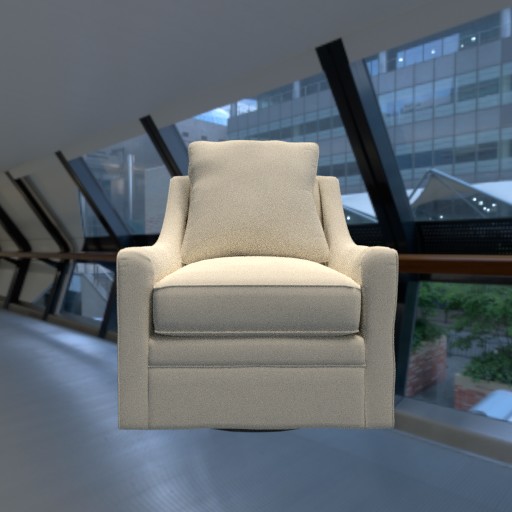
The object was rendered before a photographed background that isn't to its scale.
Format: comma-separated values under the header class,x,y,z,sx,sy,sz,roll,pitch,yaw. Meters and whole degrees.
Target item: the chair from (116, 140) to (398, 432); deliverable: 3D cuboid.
class,x,y,z,sx,sy,sz,roll,pitch,yaw
chair,0.000,0.000,1.607,0.756,0.965,0.876,0,2,-1
